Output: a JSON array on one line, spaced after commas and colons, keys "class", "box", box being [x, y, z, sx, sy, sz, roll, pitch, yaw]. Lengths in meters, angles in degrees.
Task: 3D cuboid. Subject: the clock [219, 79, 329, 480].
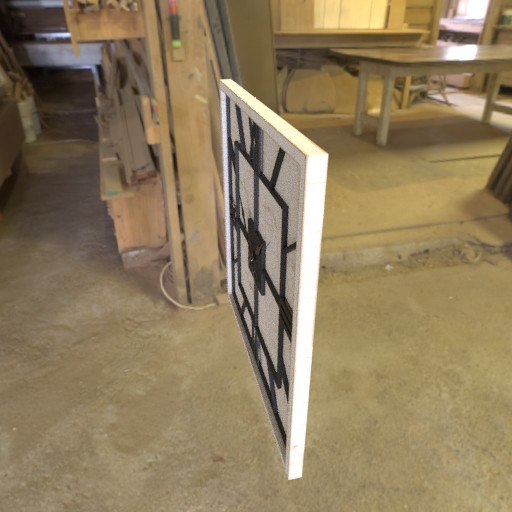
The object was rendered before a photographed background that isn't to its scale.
[{"class": "clock", "box": [0.000, 0.000, 1.070, 0.032, 0.705, 0.705, -7, 30, -12]}]
